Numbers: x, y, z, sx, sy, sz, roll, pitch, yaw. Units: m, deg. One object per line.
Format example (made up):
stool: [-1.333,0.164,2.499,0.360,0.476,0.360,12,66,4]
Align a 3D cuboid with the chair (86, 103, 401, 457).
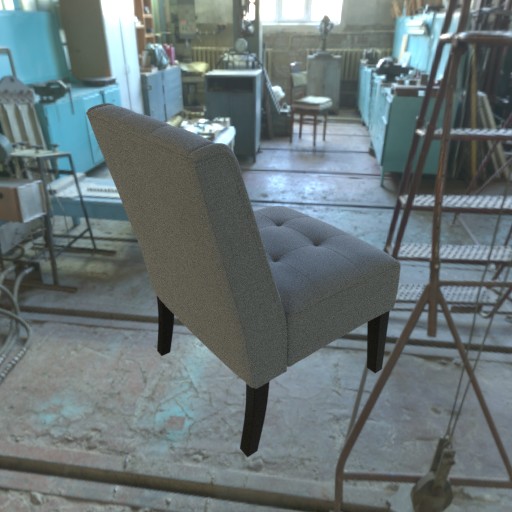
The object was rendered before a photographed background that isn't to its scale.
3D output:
chair: [0.000,0.000,1.298,0.676,0.853,0.569,-20,34,-32]
